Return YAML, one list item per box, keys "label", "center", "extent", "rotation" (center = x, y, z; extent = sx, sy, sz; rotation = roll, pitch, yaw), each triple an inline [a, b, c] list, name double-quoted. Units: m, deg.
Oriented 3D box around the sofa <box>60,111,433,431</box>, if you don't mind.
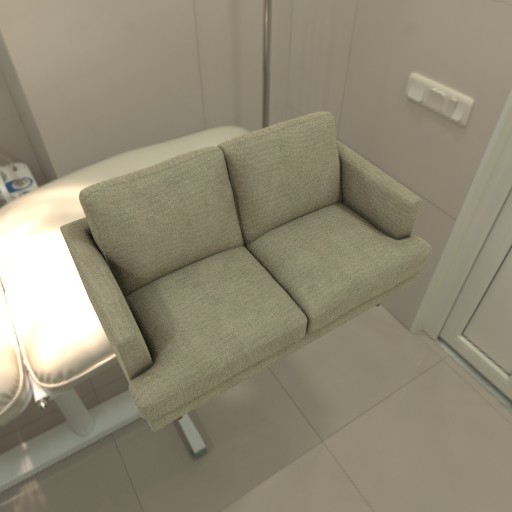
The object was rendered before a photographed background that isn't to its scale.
- label: "sofa"
  center: [0.000, 0.000, 2.184]
  extent: [1.582, 0.944, 0.903]
  rotation: [-24, 50, -22]
